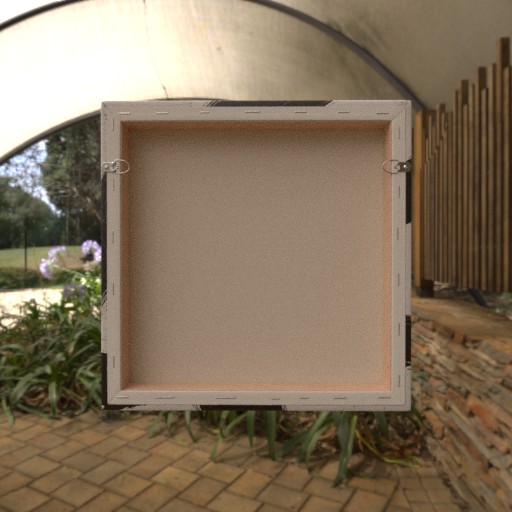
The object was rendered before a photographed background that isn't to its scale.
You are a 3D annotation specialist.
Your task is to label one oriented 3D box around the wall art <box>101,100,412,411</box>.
[{"bbox_3d":[0.000,0.000,0.743,0.507,0.508,0.050,0,0,0],"label":"wall art"}]
